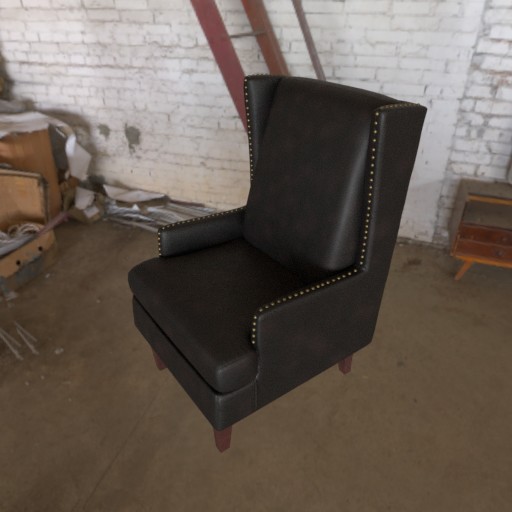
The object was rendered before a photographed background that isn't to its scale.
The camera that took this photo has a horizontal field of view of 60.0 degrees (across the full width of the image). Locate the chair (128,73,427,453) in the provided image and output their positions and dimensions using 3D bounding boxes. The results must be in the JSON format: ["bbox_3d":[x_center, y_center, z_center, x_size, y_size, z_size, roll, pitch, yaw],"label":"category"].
[{"bbox_3d":[0.000,0.000,1.647,0.799,1.142,0.703,-21,37,-30],"label":"chair"}]
